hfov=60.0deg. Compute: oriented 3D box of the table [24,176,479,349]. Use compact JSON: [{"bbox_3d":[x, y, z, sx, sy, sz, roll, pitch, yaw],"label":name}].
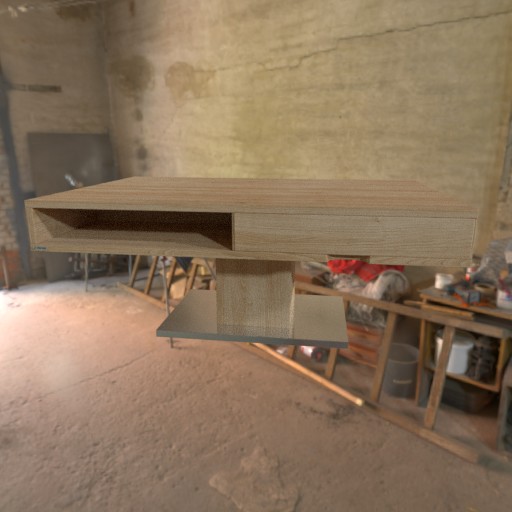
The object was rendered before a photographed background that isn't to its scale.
[{"bbox_3d":[0.000,0.000,1.450,1.100,0.440,0.700,2,15,8],"label":"table"}]
